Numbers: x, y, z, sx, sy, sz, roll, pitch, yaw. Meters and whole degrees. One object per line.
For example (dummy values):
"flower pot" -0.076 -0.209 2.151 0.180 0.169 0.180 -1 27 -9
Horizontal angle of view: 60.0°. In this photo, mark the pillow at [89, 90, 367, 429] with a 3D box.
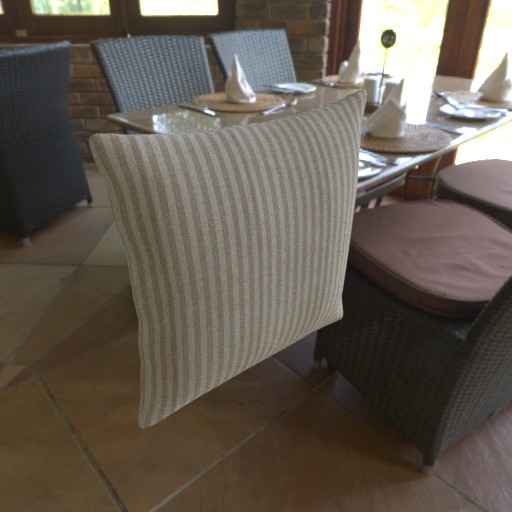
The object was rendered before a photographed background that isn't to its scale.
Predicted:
"pillow" 0.000 0.000 0.791 0.523 0.510 0.166 -22 36 -33
